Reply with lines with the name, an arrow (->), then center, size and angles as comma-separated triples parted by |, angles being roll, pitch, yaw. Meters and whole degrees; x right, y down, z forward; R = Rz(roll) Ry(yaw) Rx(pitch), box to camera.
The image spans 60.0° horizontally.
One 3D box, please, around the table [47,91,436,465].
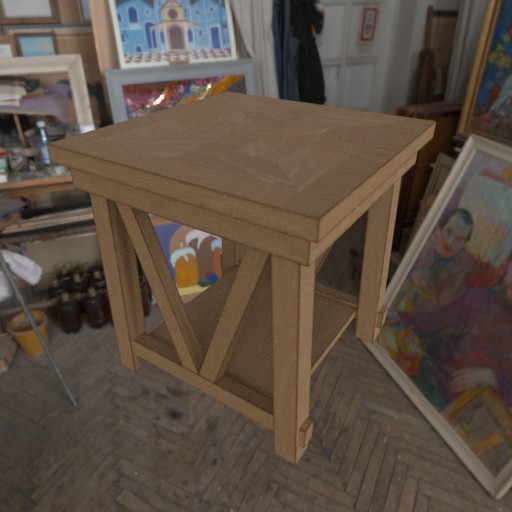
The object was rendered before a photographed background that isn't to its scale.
table -> 0.000, 0.000, 1.134 | 0.612, 0.638, 0.610 | 19, 36, 28
